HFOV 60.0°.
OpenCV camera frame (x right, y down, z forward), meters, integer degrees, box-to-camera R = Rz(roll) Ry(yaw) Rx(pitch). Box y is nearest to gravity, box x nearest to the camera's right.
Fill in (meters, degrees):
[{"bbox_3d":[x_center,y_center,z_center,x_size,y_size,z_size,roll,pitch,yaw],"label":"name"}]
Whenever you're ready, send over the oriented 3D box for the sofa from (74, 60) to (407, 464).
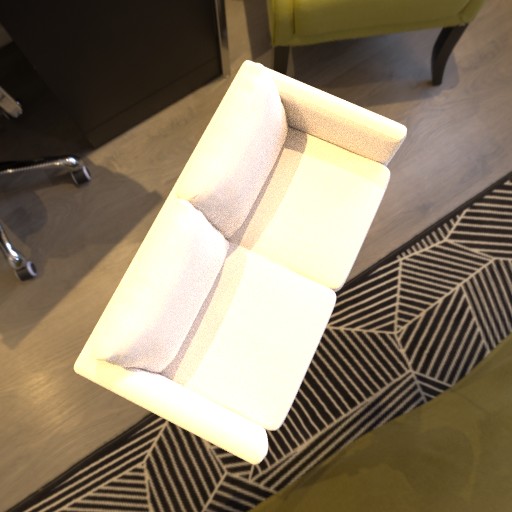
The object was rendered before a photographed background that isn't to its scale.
[{"bbox_3d":[0.000,0.000,2.265,0.940,0.893,1.713,25,78,6],"label":"sofa"}]
